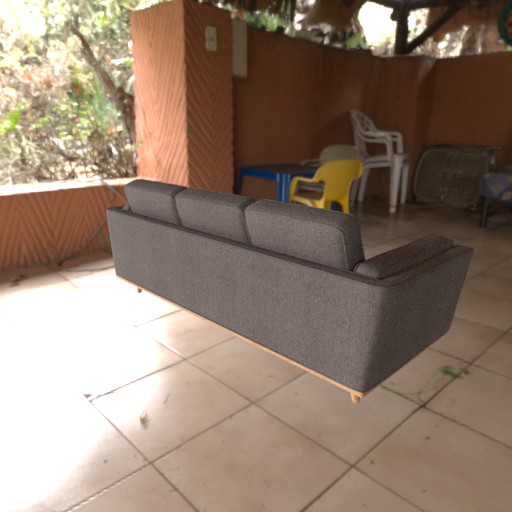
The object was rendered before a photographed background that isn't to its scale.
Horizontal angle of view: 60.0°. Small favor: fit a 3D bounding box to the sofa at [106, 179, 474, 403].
[{"bbox_3d":[0.000,0.000,2.867,0.903,0.899,2.362,-16,23,-42],"label":"sofa"}]
